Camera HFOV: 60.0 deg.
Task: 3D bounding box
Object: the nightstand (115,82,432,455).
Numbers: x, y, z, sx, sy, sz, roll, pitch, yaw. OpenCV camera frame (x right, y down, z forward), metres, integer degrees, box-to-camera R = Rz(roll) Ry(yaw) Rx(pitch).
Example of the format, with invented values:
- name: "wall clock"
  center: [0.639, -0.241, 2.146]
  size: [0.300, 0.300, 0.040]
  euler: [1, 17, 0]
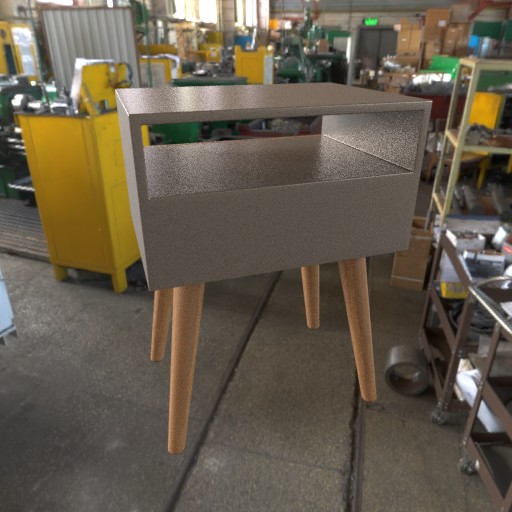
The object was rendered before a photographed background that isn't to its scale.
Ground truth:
- name: "nightstand"
  center: [0.000, 0.000, 0.734]
  size: [0.370, 0.508, 0.288]
  euler: [-8, 27, -17]
